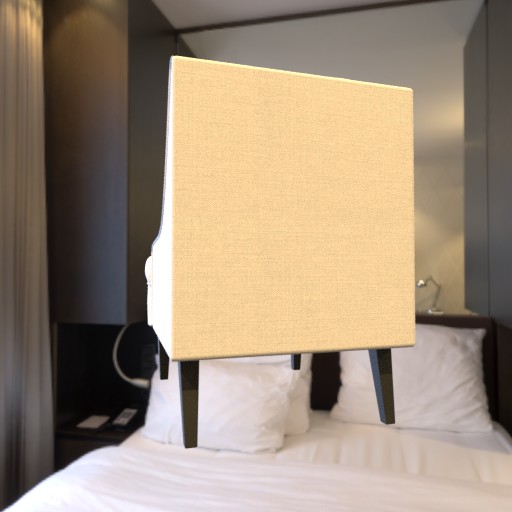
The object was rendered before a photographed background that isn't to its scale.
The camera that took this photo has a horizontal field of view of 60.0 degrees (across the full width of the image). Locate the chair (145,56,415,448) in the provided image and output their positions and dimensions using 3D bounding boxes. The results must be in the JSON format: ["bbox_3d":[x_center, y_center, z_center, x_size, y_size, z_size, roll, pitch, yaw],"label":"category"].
[{"bbox_3d":[0.000,0.000,1.423,0.658,0.891,0.772,0,-2,-17],"label":"chair"}]
